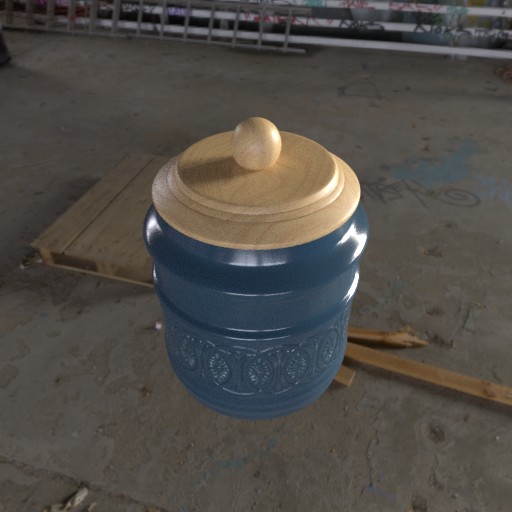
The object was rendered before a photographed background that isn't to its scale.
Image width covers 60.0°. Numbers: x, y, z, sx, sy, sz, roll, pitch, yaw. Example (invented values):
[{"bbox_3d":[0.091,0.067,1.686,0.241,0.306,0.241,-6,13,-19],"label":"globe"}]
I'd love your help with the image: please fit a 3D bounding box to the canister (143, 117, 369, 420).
[{"bbox_3d":[0.000,0.000,0.277,0.130,0.176,0.130,0,40,0],"label":"canister"}]
